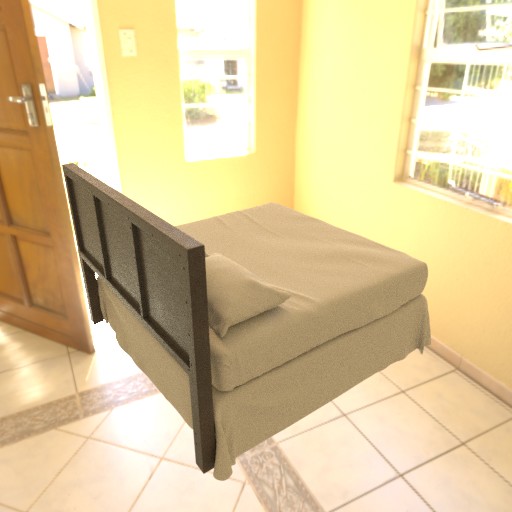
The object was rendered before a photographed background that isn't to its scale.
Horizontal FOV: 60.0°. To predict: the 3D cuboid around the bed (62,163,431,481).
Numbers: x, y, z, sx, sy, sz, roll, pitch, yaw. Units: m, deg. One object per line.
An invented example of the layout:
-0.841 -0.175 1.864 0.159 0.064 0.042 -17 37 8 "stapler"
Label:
0.000 0.000 2.870 1.785 1.142 1.772 -18 30 -33 "bed"
